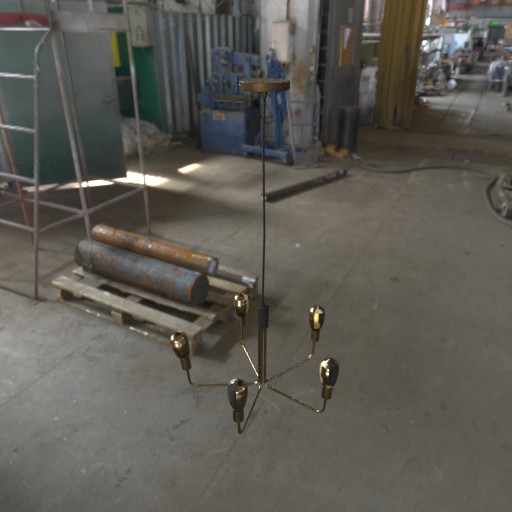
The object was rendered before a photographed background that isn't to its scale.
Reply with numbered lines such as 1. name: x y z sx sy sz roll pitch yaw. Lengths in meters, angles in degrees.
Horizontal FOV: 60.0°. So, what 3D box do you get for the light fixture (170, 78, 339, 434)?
1. light fixture: 0.000 0.000 1.428 0.588 1.059 0.532 -9 28 -16
